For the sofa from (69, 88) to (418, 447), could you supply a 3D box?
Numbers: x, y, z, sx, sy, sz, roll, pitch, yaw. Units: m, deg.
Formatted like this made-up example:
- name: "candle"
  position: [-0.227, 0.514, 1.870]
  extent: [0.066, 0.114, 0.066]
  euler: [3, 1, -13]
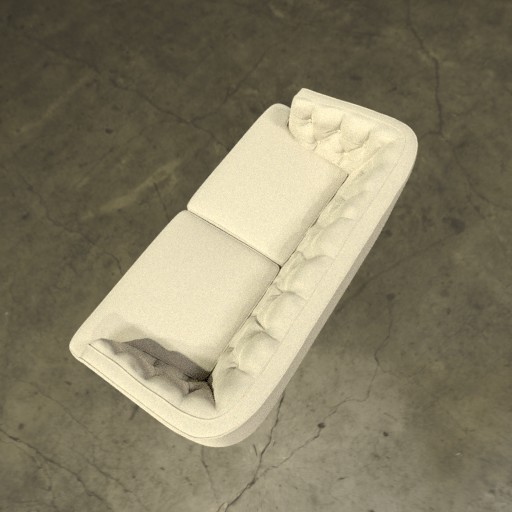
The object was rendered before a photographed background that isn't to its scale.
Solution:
- name: "sofa"
  position: [0.000, 0.000, 2.223]
  extent: [0.941, 0.855, 1.733]
  euler: [31, 68, 14]
